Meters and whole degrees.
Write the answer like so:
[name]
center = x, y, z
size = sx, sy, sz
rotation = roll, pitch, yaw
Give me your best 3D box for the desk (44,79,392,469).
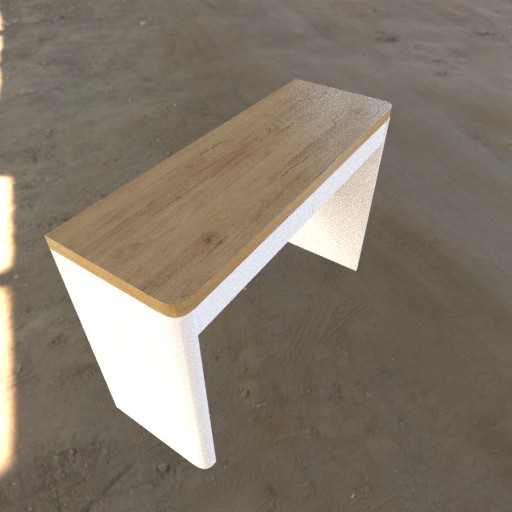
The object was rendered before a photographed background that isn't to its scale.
[desk]
center = 0.000, 0.000, 1.496
size = 0.390, 0.760, 1.100
rotation = 25, 48, 24
